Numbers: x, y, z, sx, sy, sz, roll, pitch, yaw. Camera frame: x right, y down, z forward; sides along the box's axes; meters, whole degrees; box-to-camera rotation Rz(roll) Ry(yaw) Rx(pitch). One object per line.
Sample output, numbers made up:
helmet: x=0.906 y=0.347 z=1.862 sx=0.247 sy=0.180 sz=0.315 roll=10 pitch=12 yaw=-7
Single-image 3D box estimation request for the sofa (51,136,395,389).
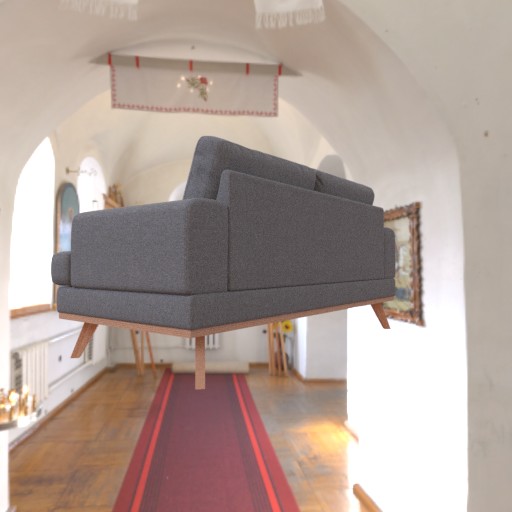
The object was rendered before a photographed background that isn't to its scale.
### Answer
sofa: x=0.000 y=0.000 z=2.138 sx=0.785 sy=0.810 sz=1.650 roll=-1 pitch=-1 yaw=38
